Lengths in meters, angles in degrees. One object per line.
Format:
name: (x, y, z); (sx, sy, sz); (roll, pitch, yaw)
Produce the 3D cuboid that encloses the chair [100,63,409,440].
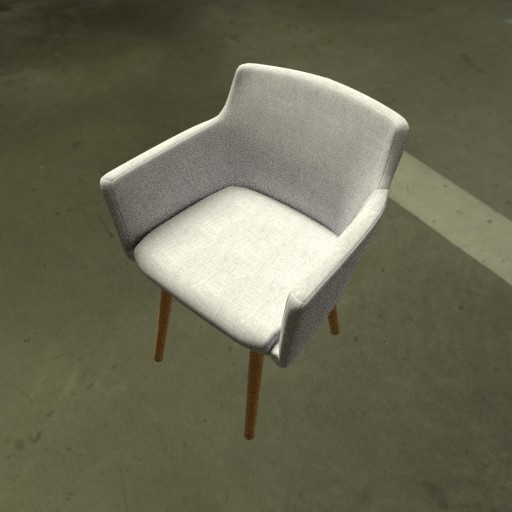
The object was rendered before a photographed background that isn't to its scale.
chair: (0.000, 0.000, 1.167); (0.570, 0.780, 0.540); (31, 54, 26)
